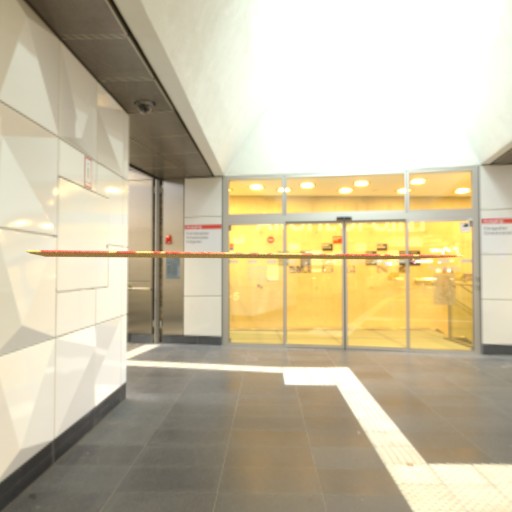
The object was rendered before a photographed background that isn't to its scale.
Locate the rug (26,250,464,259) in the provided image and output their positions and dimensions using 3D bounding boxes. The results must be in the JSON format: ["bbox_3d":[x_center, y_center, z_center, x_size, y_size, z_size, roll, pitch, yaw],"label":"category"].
[{"bbox_3d":[0.000,0.000,2.726,2.458,0.011,0.787,1,-2,-18],"label":"rug"}]
